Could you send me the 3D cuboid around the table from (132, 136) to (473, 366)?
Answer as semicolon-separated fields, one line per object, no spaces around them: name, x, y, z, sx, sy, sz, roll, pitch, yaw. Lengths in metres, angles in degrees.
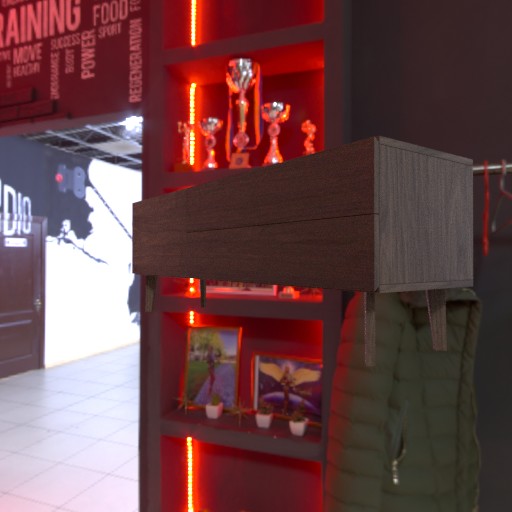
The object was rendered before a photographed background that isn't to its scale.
table;0.000;0.000;1.619;0.405;0.508;1.397;0;0;-36
